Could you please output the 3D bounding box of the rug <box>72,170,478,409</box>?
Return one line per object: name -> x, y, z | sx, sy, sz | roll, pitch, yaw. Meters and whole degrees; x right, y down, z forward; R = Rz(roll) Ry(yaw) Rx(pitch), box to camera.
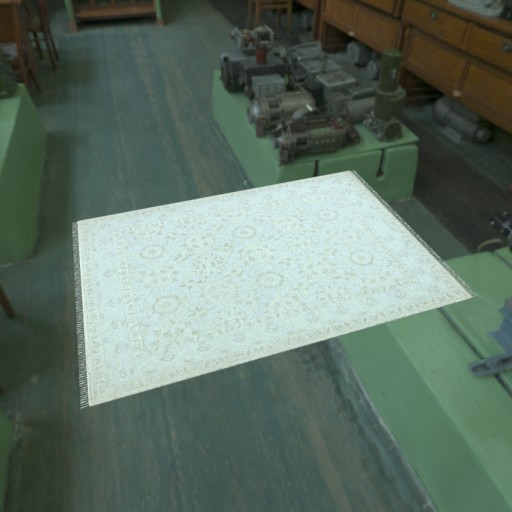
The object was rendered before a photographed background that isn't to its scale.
rug -> 0.000, 0.000, 2.863 | 2.233, 0.011, 1.514 | -13, 43, -14
